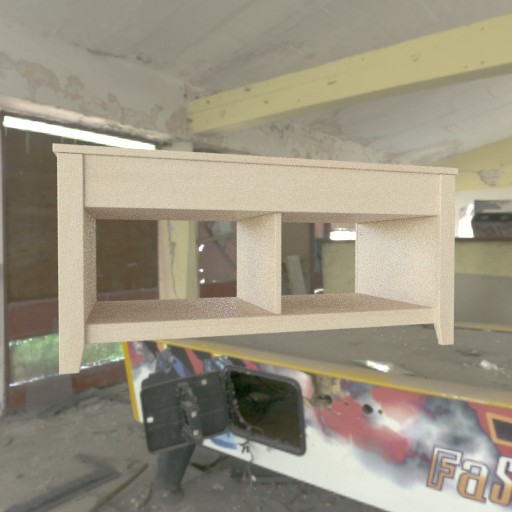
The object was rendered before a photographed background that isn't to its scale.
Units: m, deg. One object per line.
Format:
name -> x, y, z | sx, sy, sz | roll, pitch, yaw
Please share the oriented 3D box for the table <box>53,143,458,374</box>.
table -> 0.000, 0.000, 1.287 | 1.016, 0.483, 0.457 | 0, 1, -17
